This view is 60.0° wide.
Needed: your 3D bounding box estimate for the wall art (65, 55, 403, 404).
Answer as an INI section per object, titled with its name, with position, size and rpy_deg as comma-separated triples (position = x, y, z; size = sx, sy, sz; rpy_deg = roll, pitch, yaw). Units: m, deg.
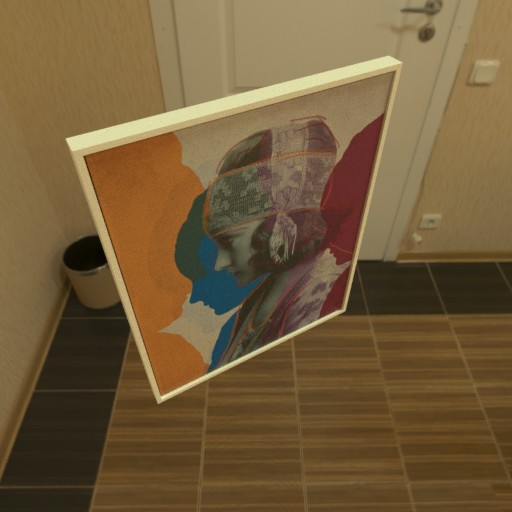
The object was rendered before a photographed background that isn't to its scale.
[wall art]
position = 0.000, 0.000, 0.728
size = 0.443, 0.549, 0.030
rpy_deg = -22, 50, -20
